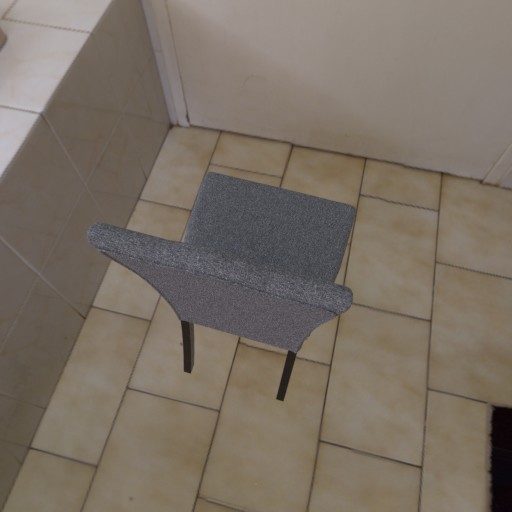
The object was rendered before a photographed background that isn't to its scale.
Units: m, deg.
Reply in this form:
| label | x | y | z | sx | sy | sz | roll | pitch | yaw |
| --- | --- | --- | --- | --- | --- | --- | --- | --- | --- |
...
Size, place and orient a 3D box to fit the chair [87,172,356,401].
| label | x | y | z | sx | sy | sz | roll | pitch | yaw |
| --- | --- | --- | --- | --- | --- | --- | --- | --- | --- |
| chair | 0.000 | 0.000 | 1.292 | 0.518 | 0.946 | 0.589 | 15 | 64 | 7 |
